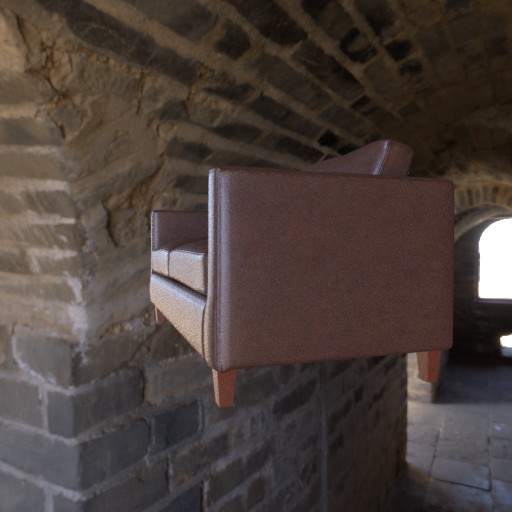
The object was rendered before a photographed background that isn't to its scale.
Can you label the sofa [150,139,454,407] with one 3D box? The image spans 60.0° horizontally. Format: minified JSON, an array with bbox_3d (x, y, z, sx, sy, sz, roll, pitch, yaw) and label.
[{"bbox_3d":[0.000,0.000,2.367,0.951,0.933,1.883,0,1,-19],"label":"sofa"}]
